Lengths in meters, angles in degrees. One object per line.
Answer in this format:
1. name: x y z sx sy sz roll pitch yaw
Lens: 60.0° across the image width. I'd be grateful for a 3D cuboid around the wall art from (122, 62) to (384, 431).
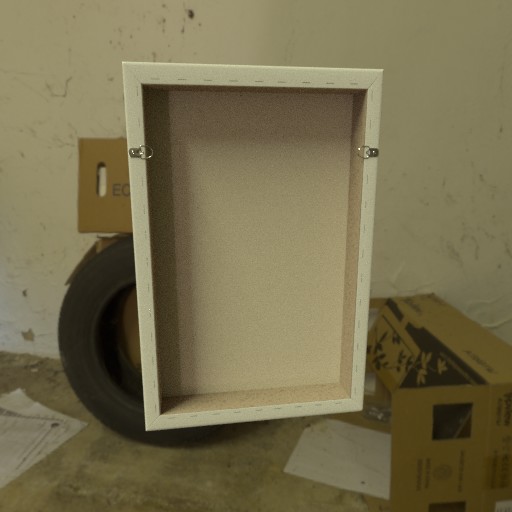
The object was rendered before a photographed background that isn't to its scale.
1. wall art: 0.000 0.000 0.484 0.252 0.381 0.039 -2 13 -9
